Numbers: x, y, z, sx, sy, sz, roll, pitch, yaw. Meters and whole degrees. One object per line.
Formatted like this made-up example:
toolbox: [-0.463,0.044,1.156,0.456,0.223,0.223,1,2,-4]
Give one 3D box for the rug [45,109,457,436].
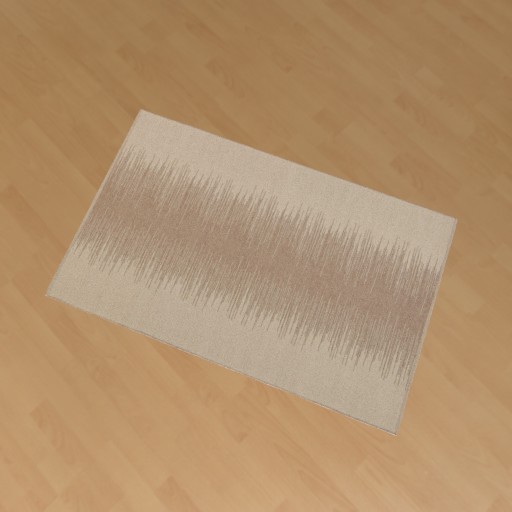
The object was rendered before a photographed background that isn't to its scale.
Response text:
rug: [0.000,0.000,3.024,2.440,0.012,1.522,20,76,5]
